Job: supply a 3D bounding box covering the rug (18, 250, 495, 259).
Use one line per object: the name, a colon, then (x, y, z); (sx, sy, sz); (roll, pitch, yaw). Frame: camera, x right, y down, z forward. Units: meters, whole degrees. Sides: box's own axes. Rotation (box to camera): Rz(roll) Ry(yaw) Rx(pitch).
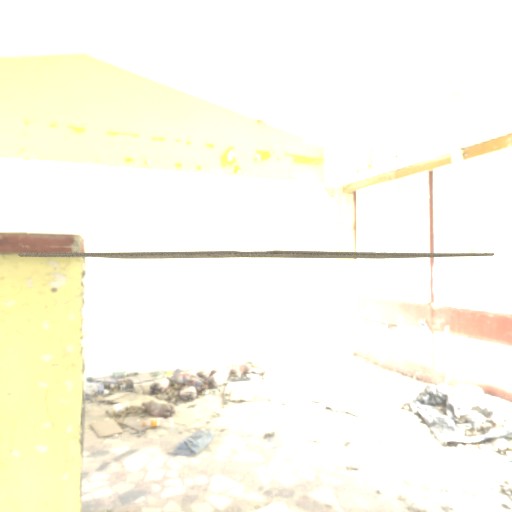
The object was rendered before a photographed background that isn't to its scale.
rug: (0.000, 0.000, 4.161); (3.202, 0.045, 2.434); (0, -1, 0)
